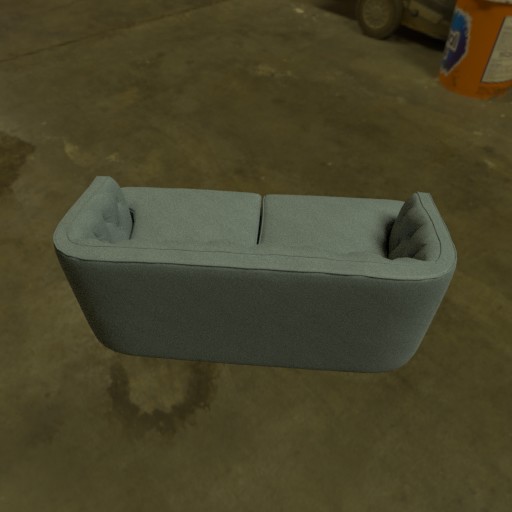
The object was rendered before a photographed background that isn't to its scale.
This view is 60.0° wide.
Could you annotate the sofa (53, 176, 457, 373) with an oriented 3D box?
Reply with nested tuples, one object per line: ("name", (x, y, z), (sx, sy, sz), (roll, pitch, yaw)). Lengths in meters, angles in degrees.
("sofa", (0.000, 0.000, 2.289), (1.733, 0.855, 0.941), (3, 47, 3))
